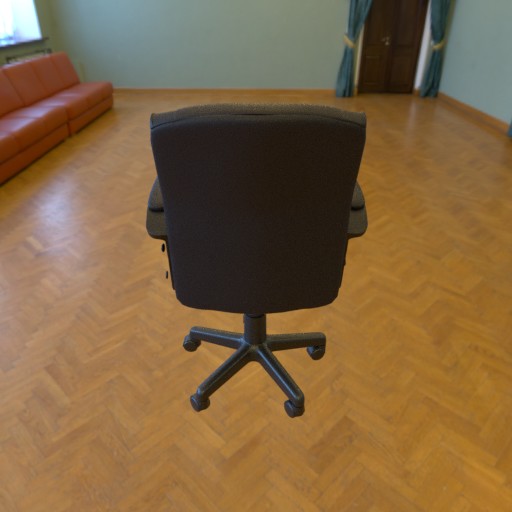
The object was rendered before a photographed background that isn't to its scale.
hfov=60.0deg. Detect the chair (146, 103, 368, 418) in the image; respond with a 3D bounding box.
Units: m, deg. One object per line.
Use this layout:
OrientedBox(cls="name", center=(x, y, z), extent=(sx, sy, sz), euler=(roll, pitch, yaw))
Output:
OrientedBox(cls="chair", center=(0.000, 0.000, 1.349), extent=(0.576, 0.998, 0.641), euler=(-1, 30, -1))
